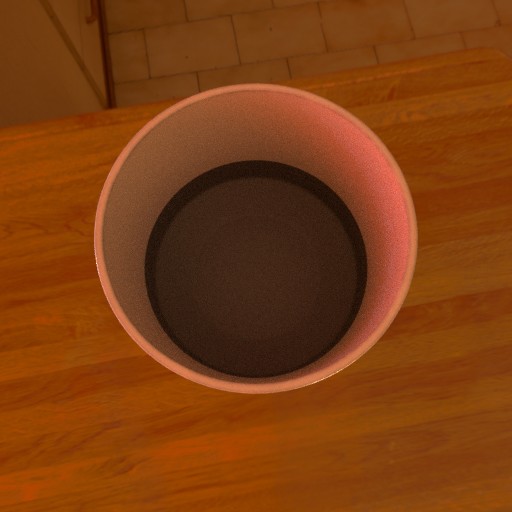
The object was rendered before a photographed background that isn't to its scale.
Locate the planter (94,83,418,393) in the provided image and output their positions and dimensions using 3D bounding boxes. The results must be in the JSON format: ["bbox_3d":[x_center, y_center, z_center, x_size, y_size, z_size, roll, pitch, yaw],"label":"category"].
[{"bbox_3d":[0.000,0.000,0.227,0.128,0.105,0.128,0,76,0],"label":"planter"}]
